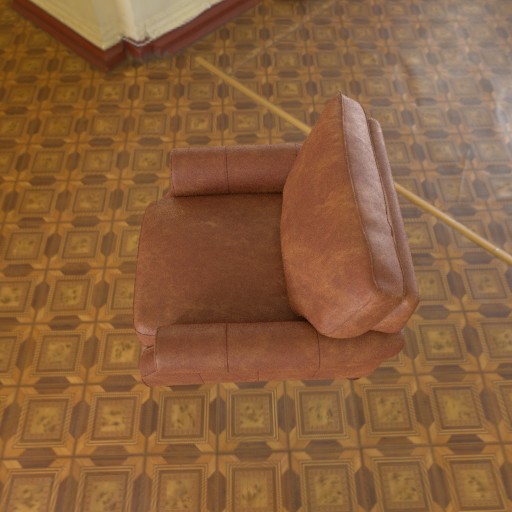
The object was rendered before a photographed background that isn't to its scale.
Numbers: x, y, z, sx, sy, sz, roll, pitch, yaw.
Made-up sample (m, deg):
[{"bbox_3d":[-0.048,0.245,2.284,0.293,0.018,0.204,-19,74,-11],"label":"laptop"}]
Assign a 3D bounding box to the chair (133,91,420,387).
[{"bbox_3d":[0.000,0.000,1.772,0.986,0.962,0.983,-2,59,-1],"label":"chair"}]
